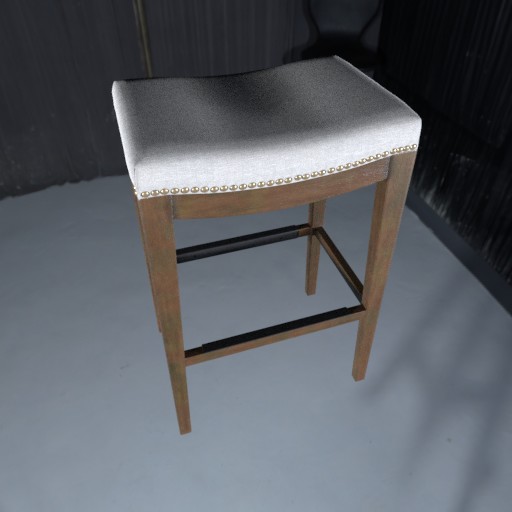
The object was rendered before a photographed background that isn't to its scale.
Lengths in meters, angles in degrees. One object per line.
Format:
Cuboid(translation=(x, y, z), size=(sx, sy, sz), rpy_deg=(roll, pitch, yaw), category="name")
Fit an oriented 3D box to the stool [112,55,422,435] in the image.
Cuboid(translation=(0.000, 0.000, 1.024), size=(0.508, 0.762, 0.356), rpy_deg=(-12, 44, -13), category="stool")
